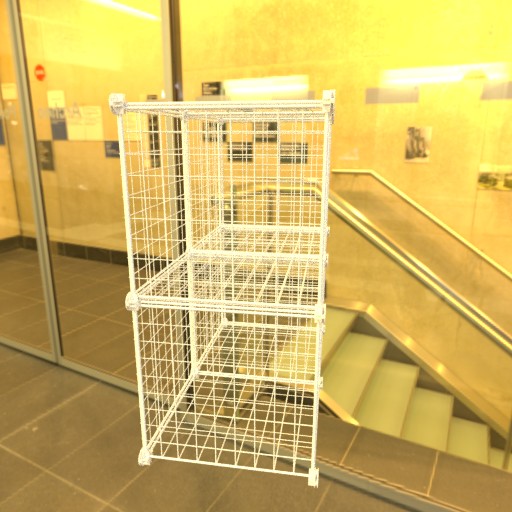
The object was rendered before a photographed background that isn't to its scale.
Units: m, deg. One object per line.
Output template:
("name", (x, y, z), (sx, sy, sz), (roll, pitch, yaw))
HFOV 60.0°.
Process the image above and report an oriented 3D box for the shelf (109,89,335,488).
("shelf", (0.000, 0.000, 1.105), (0.356, 0.711, 0.711), (3, 15, 9))
